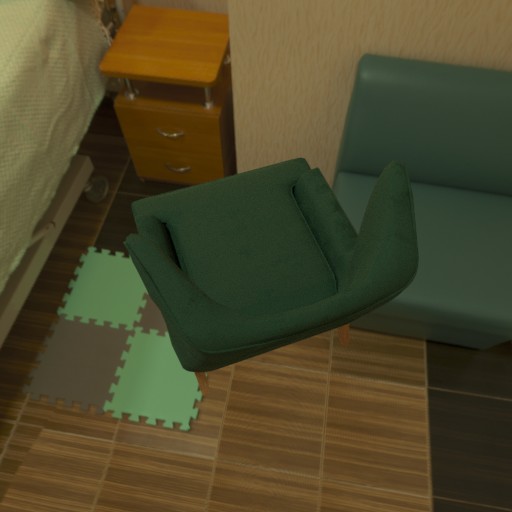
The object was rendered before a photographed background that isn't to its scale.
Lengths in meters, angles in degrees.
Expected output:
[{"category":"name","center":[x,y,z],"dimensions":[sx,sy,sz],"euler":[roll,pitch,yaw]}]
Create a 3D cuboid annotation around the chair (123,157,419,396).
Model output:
[{"category":"chair","center":[0.000,0.000,1.624],"dimensions":[0.793,0.952,0.910],"euler":[-17,59,-10]}]
